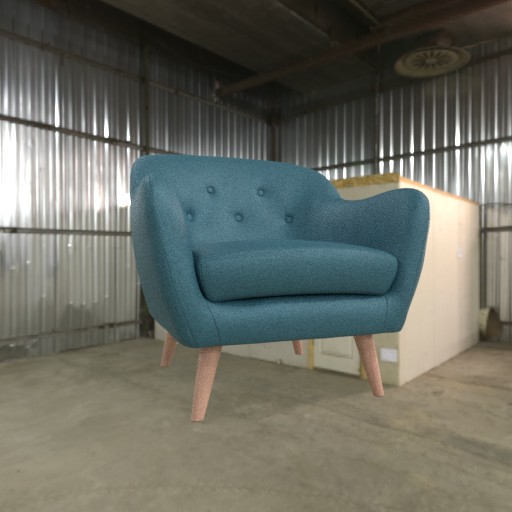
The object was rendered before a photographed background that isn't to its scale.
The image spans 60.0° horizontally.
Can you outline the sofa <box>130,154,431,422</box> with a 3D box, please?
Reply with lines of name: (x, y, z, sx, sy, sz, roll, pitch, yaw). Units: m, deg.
sofa: (0.000, 0.000, 1.508, 0.836, 0.817, 0.825, 0, 1, -20)
